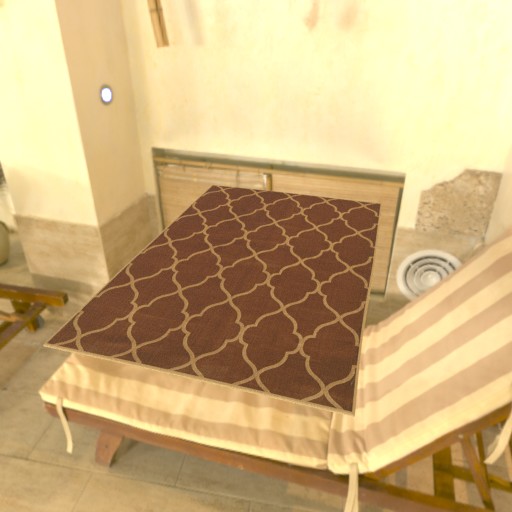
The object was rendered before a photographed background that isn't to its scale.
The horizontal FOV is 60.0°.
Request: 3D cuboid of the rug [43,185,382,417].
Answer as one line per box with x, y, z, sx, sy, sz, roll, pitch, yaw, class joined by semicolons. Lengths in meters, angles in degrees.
0.000;0.000;2.941;1.526;0.014;2.290;8;31;14;rug
